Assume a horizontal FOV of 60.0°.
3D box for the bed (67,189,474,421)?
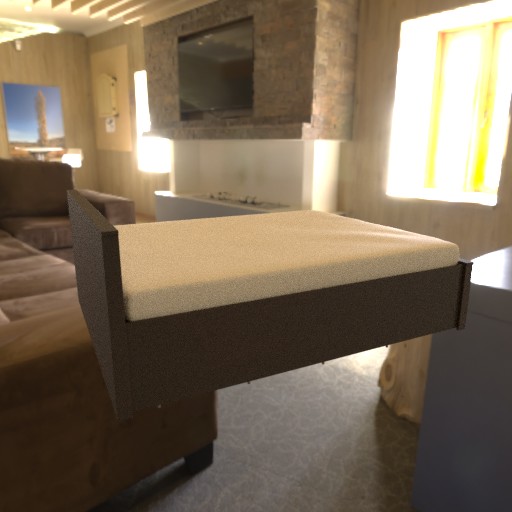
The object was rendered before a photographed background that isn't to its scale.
[{"bbox_3d":[0.000,0.000,2.909,2.103,0.808,1.634,-7,16,-26],"label":"bed"}]
